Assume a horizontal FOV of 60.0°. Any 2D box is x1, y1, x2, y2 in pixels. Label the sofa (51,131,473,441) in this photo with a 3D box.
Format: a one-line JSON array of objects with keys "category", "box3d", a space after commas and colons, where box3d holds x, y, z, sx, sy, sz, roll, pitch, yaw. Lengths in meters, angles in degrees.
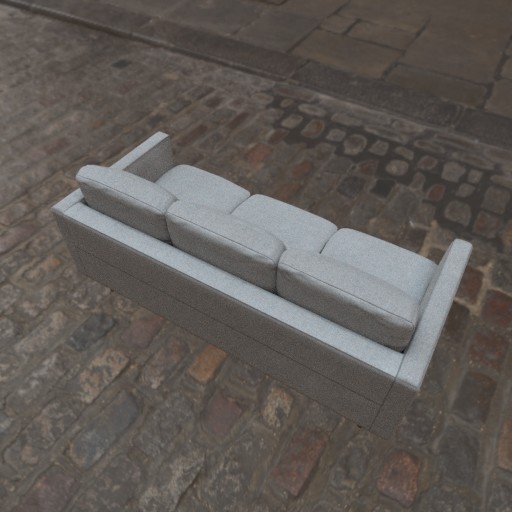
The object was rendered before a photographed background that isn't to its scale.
[{"category": "sofa", "box3d": [0.000, 0.000, 2.446, 1.983, 0.918, 0.944, 24, 51, 21]}]
